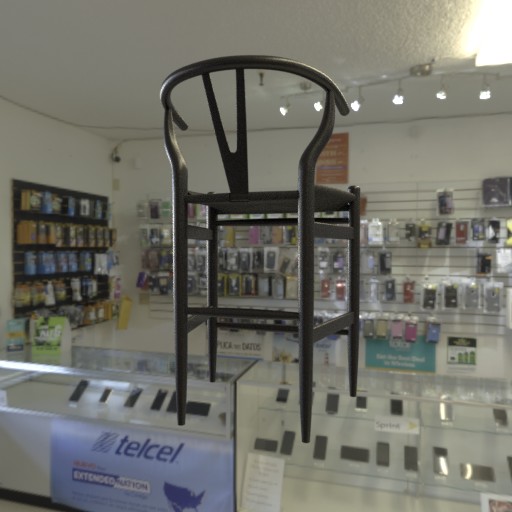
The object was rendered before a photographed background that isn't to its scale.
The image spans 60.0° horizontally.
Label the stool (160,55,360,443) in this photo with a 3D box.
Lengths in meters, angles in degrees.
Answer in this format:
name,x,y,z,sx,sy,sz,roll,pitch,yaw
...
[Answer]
name,x,y,z,sx,sy,sz,roll,pitch,yaw
stool,0.000,0.000,1.343,0.569,0.970,0.579,0,1,18
